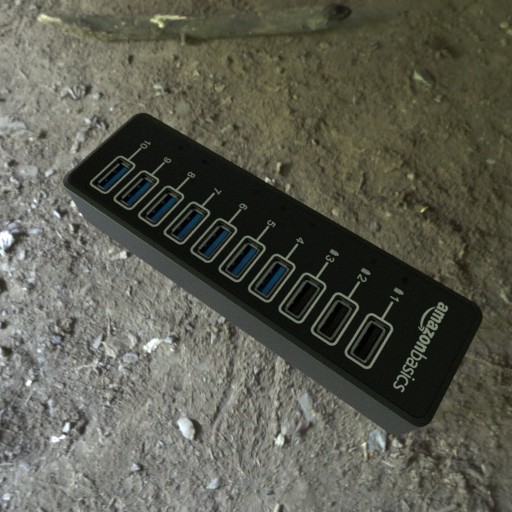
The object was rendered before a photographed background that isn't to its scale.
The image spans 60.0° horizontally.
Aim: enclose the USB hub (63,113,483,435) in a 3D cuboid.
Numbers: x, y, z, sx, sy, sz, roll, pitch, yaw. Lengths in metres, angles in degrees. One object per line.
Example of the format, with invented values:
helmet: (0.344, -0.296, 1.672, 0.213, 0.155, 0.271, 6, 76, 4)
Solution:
USB hub: (0.000, 0.000, 0.158, 0.145, 0.023, 0.044, 33, 67, 16)
